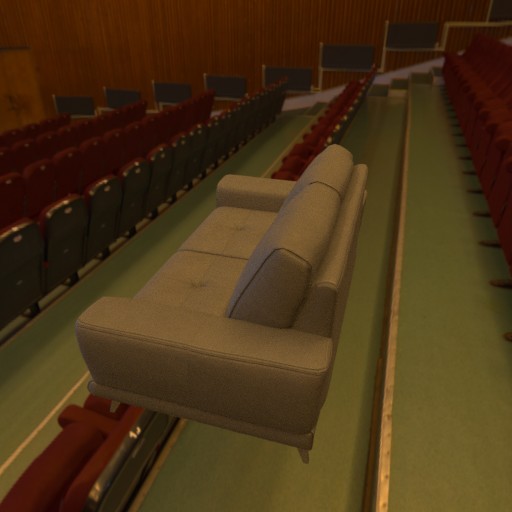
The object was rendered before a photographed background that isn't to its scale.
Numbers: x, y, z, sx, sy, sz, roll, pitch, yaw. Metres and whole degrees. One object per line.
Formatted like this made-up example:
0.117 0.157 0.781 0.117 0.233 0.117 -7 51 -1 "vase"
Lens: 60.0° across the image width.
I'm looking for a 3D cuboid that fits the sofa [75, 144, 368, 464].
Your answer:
0.000 0.000 2.379 1.018 0.907 1.806 9 31 14 "sofa"
